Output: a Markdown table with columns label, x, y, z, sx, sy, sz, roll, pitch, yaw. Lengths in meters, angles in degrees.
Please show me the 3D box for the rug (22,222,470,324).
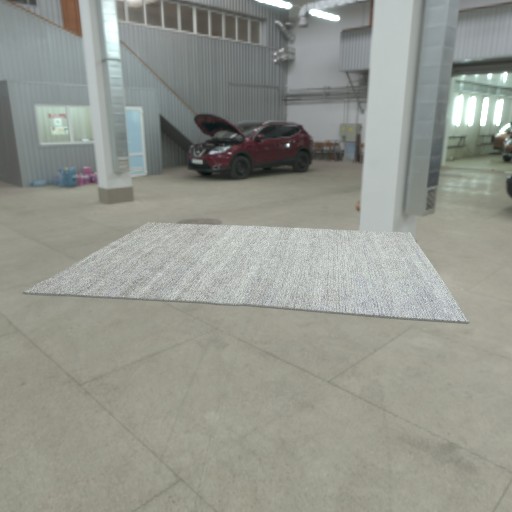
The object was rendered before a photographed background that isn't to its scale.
| label | x | y | z | sx | sy | sz | roll | pitch | yaw |
| --- | --- | --- | --- | --- | --- | --- | --- | --- | --- |
| rug | 0.000 | 0.000 | 4.227 | 3.202 | 0.045 | 2.434 | 3 | 17 | 9 |
